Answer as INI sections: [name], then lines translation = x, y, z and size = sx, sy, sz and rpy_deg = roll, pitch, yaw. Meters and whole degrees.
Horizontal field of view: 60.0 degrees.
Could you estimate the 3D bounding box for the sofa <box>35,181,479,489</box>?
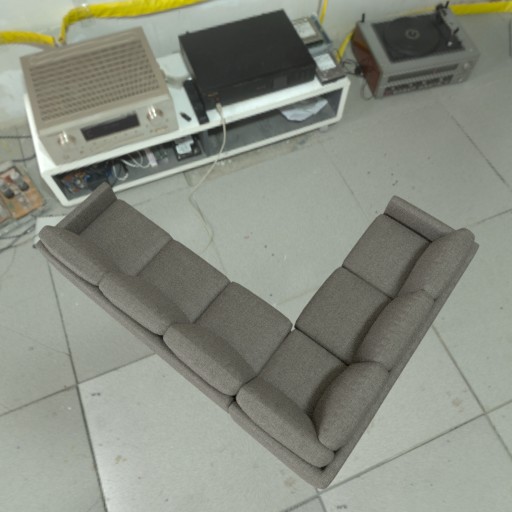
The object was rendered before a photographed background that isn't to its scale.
[sofa]
translation = 0.000, 0.000, 4.303
size = 3.302, 0.947, 2.593
rpy_deg = 35, 69, 15
